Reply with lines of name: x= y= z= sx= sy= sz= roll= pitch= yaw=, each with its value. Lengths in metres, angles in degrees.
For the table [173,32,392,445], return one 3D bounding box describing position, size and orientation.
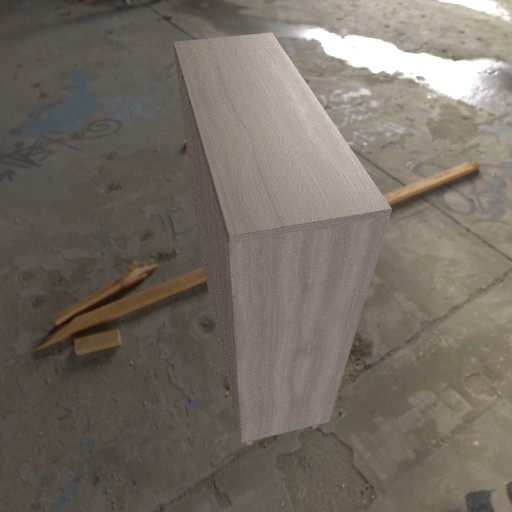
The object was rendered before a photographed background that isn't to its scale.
table: x=0.000 y=0.000 z=1.897 sx=0.398 sy=1.388 sz=1.111 roll=-10 pitch=48 yaw=-9
